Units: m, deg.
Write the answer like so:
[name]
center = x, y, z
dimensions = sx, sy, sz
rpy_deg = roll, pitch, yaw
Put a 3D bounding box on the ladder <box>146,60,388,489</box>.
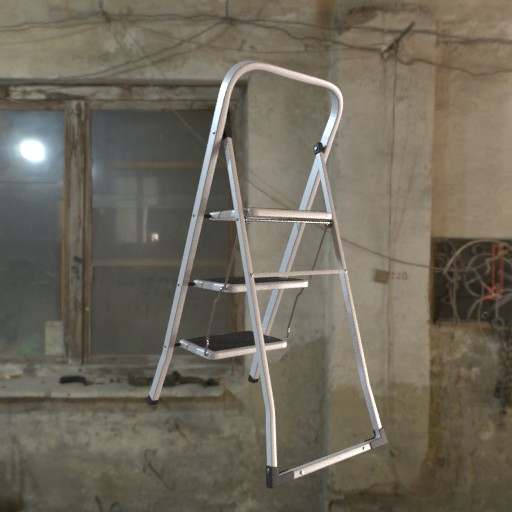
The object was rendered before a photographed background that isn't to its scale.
[ladder]
center = 0.000, 0.000, 1.402
dimensions = 0.460, 1.050, 0.711
rpy_deg = -1, 2, -35
